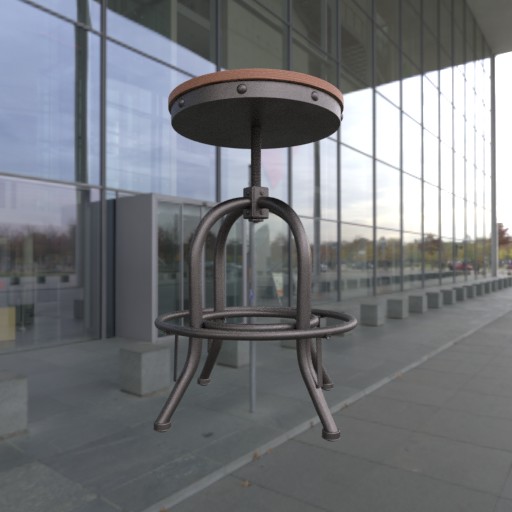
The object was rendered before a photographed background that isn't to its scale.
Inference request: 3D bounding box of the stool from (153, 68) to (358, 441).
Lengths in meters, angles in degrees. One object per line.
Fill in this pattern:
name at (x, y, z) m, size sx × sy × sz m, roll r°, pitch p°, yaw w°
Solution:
stool at (0.000, 0.000, 0.895) m, size 0.439 × 0.609 × 0.439 m, roll 1°, pitch -1°, yaw -37°
